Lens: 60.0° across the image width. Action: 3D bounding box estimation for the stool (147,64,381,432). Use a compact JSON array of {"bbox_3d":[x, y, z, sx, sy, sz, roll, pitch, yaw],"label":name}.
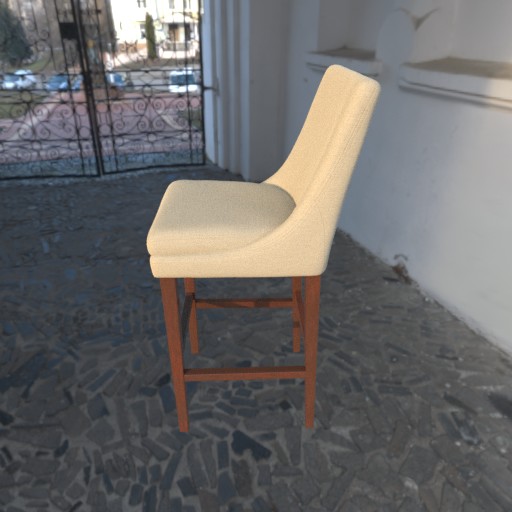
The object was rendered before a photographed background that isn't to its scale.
[{"bbox_3d":[0.000,0.000,1.393,0.577,1.078,0.470,-1,28,-2],"label":"stool"}]
